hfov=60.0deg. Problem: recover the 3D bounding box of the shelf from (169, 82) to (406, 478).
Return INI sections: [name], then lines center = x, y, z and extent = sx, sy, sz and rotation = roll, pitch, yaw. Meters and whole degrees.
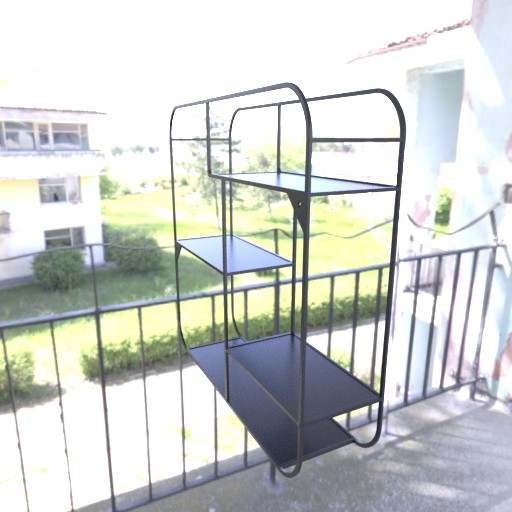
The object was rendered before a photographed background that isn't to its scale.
[shelf]
center = 0.000, 0.000, 0.894
extent = 0.160, 0.600, 0.600
rotation = -7, 17, -26
